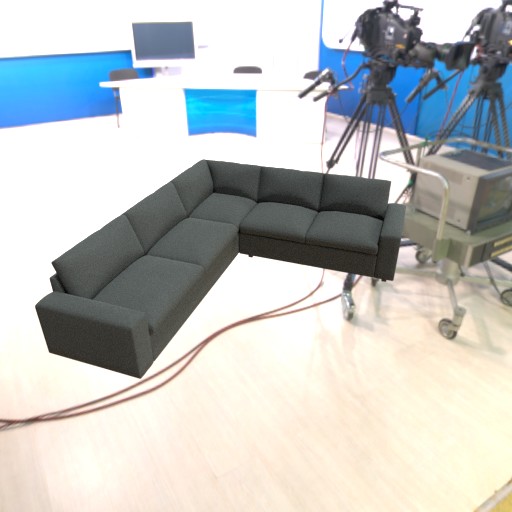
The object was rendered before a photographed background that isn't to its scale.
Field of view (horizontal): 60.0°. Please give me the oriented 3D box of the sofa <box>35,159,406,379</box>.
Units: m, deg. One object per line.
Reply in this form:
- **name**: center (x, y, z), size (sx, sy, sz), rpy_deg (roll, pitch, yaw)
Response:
- **sofa**: center (0.000, 0.000, 4.782), size (2.895, 0.965, 3.277), rpy_deg (10, 32, 17)
